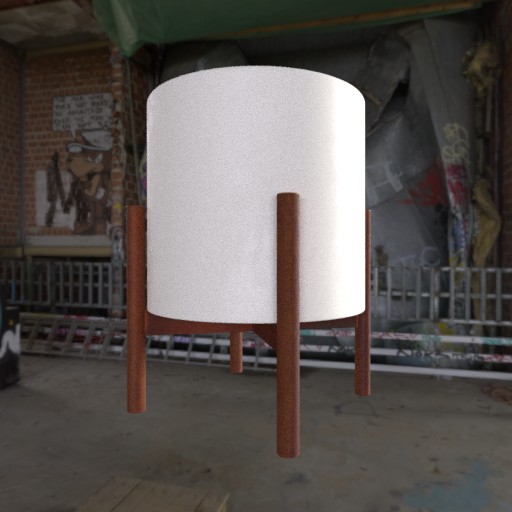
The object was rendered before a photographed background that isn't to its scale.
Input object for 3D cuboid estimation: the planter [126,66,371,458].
[{"bbox_3d":[0.000,0.000,0.879,0.421,0.581,0.420,0,1,36],"label":"planter"}]
